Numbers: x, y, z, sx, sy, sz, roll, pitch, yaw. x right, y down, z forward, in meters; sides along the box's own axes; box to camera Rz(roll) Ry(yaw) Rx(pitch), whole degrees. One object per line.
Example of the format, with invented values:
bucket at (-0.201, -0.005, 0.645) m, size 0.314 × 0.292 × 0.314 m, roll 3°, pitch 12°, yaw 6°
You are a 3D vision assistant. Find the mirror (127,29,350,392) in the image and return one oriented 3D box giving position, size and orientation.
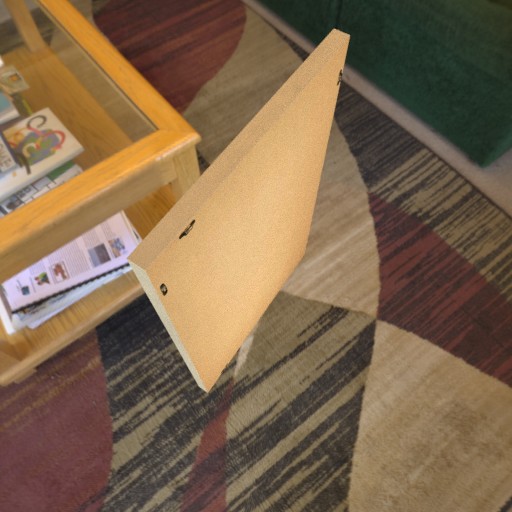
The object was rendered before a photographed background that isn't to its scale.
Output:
mirror at (0.000, 0.000, 1.152) m, size 0.041 × 0.915 × 0.609 m, roll 31°, pitch 67°, yaw 15°
